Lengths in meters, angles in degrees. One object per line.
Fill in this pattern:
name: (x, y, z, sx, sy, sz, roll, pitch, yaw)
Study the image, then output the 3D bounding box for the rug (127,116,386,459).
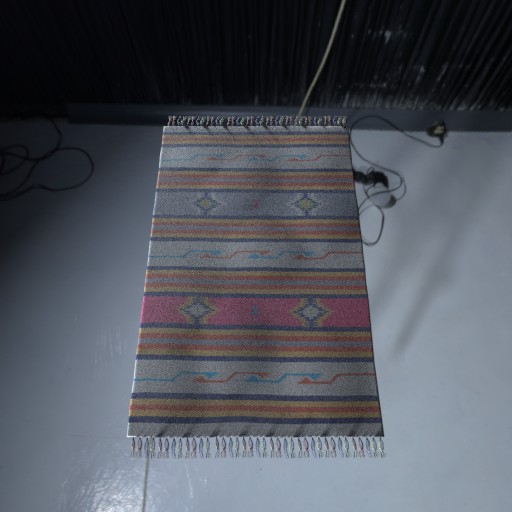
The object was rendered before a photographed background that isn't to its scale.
rug: (0.000, 0.000, 2.222, 1.084, 0.013, 1.849, 0, 64, 0)
